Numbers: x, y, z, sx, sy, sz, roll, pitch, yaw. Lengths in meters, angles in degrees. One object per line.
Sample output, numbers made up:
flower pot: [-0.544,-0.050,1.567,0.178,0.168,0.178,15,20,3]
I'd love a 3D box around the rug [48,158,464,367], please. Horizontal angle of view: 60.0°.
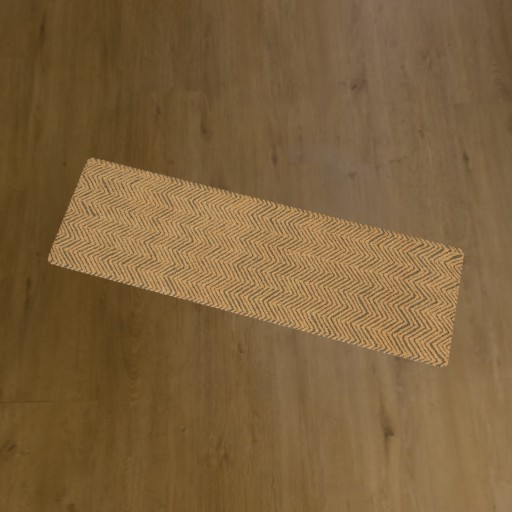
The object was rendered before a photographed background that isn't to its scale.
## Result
rug: [0.000,0.000,2.529,2.286,0.008,0.686,14,75,4]
